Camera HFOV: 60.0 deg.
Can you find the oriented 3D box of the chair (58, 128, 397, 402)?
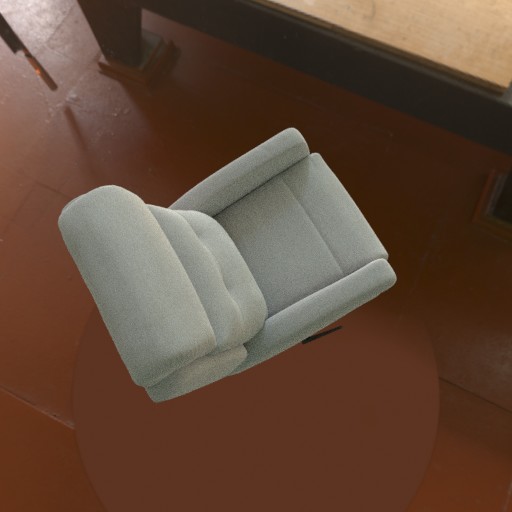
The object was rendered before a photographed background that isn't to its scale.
[{"bbox_3d":[0.000,0.000,1.714,1.043,1.013,0.798,-29,77,-8],"label":"chair"}]
